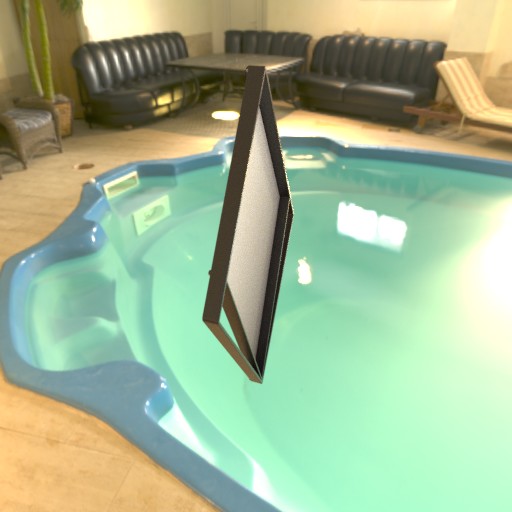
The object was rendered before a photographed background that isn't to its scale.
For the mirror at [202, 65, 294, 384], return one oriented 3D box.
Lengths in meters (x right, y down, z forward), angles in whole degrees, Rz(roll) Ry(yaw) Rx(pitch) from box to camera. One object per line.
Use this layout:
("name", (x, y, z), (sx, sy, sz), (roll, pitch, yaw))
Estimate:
("mirror", (0.000, 0.000, 0.853), (0.032, 0.679, 0.419), (11, 32, 17))
